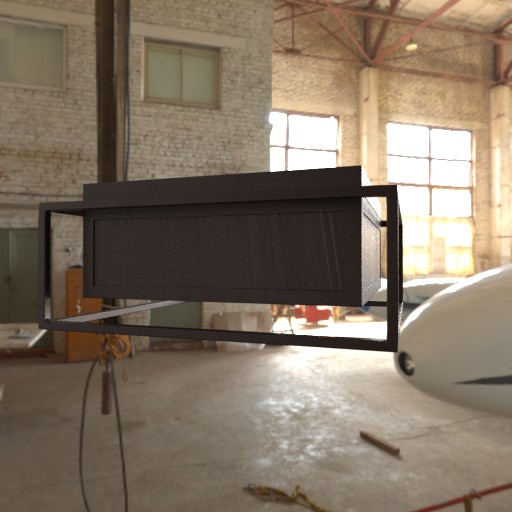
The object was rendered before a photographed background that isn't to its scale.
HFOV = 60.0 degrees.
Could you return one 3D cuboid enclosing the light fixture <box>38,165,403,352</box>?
[{"bbox_3d":[0.000,0.000,0.707,0.441,0.191,0.441,0,0,19],"label":"light fixture"}]
